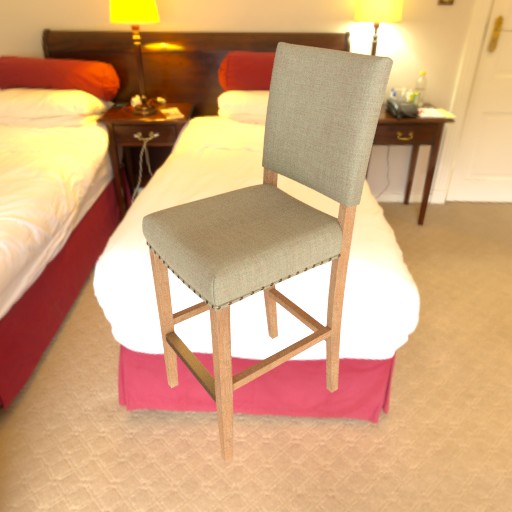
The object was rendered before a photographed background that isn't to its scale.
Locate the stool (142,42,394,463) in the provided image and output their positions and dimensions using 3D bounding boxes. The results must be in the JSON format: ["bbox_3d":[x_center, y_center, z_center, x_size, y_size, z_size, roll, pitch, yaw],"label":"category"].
[{"bbox_3d":[0.000,0.000,1.449,0.585,1.203,0.445,-21,37,-30],"label":"stool"}]
